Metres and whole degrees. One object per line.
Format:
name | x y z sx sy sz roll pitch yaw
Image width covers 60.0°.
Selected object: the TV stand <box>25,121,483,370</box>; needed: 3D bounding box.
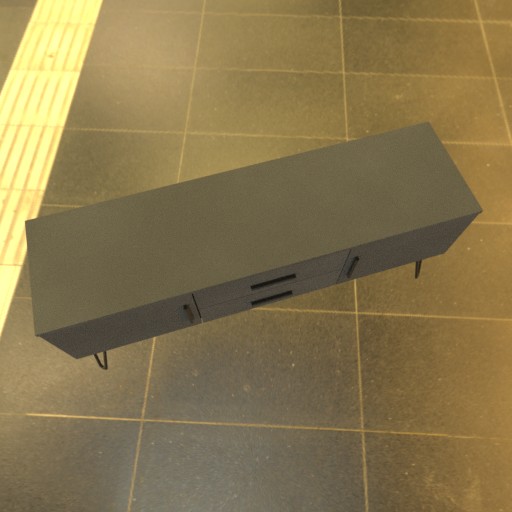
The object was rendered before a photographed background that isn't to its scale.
TV stand | 0.000 0.000 1.652 1.400 0.560 0.400 -15 65 -7
